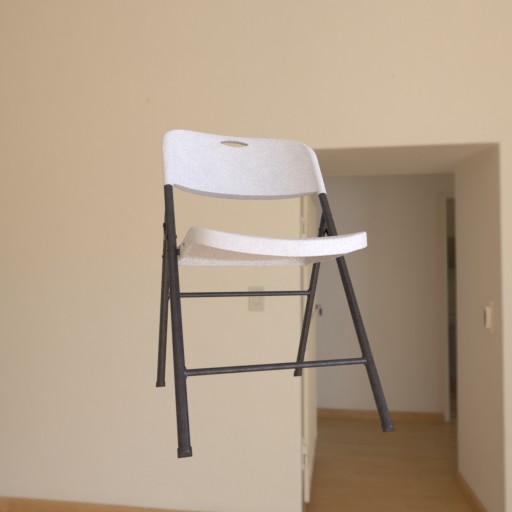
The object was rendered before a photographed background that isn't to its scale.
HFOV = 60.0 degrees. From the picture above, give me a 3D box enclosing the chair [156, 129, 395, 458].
[{"bbox_3d":[0.000,0.000,1.212,0.494,0.810,0.566,0,-2,-17],"label":"chair"}]
